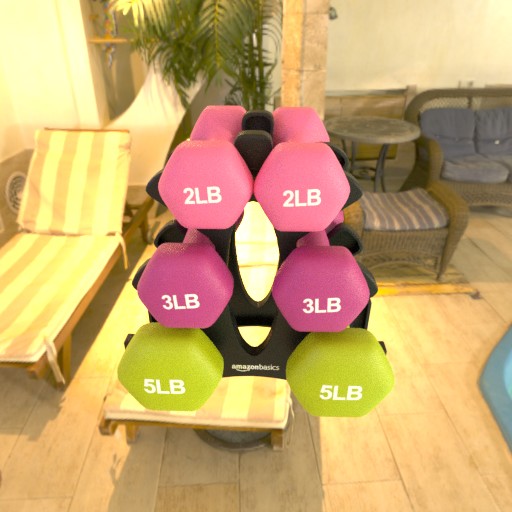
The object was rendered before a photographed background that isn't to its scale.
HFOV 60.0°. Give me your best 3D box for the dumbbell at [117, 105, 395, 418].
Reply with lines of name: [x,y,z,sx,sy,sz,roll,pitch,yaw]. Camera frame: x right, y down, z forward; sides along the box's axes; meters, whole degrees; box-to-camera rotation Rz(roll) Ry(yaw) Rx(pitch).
dumbbell: [0.000,0.000,0.437,0.257,0.261,0.203,1,29,2]
